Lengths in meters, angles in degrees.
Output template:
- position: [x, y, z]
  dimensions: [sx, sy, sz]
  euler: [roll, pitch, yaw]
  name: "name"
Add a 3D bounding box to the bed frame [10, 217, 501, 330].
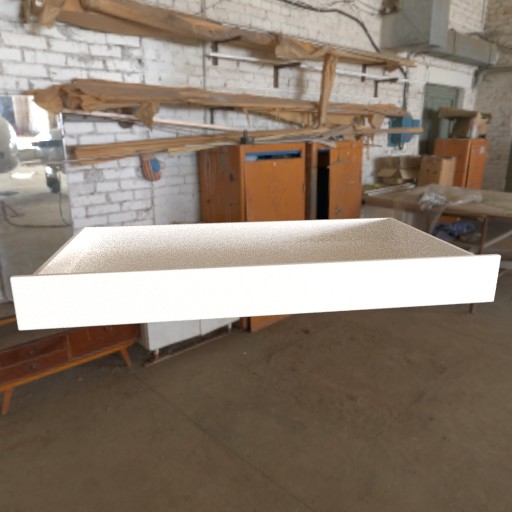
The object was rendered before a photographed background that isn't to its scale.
- position: [0.000, 0.000, 1.497]
  dimensions: [1.300, 0.141, 0.670]
  euler: [-2, 16, -8]
  name: "bed frame"
